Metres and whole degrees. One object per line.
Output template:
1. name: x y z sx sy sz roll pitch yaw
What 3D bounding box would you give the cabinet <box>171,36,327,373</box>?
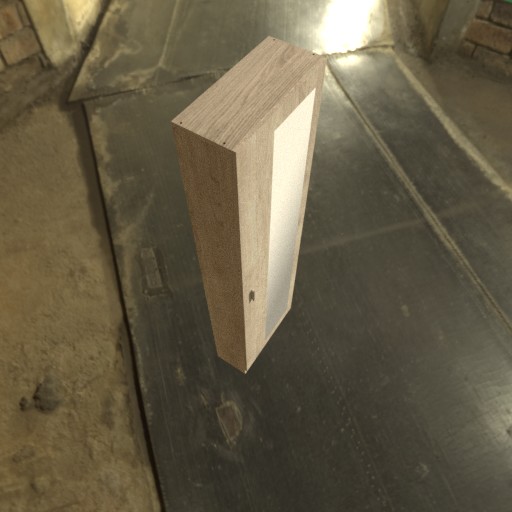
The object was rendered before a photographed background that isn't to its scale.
1. cabinet: 0.000 0.000 2.046 0.230 1.790 0.500 29 61 18
